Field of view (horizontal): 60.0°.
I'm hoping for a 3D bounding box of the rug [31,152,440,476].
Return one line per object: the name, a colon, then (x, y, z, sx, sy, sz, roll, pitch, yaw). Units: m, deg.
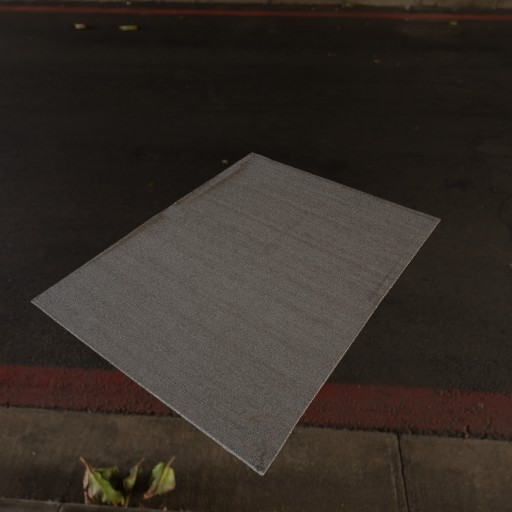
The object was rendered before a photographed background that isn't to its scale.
rug: (0.000, 0.000, 4.947, 2.873, 0.053, 3.778, 26, 48, 26)
